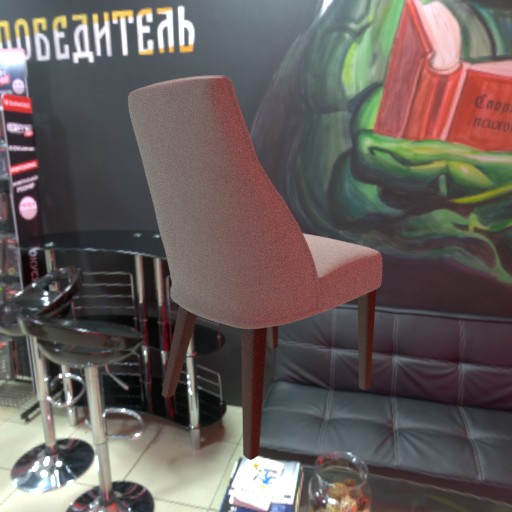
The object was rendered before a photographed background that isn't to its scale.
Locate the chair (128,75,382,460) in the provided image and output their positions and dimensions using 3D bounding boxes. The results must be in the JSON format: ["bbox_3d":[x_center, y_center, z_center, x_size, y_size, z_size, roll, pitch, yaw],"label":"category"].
[{"bbox_3d":[0.000,0.000,1.315,0.620,0.930,0.500,-13,19,-42],"label":"chair"}]
